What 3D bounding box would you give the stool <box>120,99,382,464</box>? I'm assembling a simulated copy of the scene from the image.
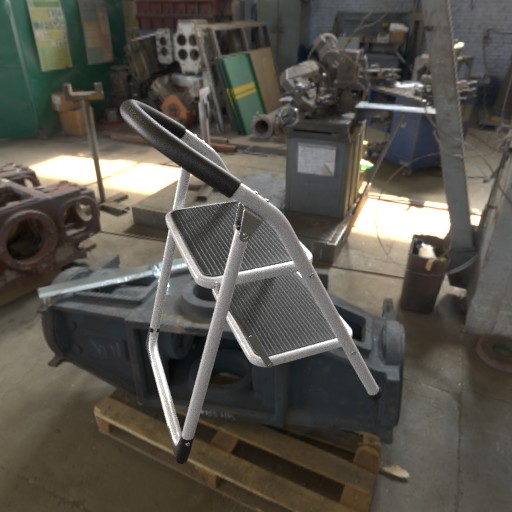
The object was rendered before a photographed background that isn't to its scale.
[{"bbox_3d":[0.000,0.000,1.092,0.559,0.760,0.453,-11,31,-18],"label":"stool"}]
